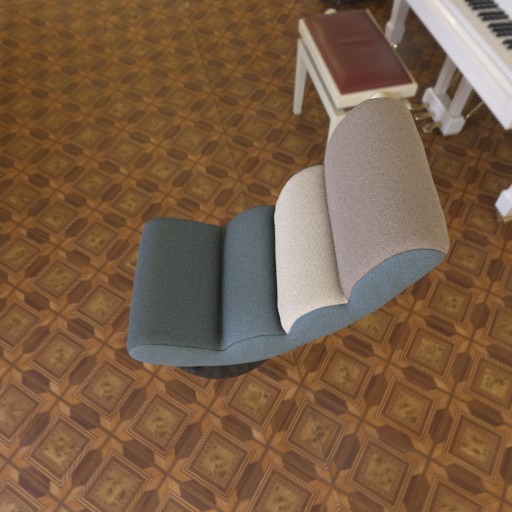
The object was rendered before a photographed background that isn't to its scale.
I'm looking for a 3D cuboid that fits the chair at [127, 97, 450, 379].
[{"bbox_3d":[0.000,0.000,1.081,0.661,0.641,0.420,-1,58,-1],"label":"chair"}]
